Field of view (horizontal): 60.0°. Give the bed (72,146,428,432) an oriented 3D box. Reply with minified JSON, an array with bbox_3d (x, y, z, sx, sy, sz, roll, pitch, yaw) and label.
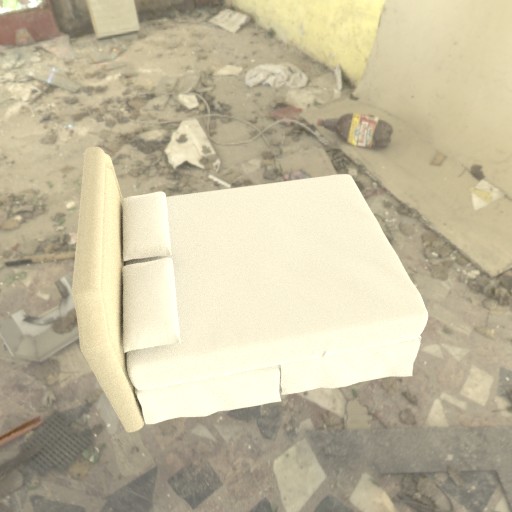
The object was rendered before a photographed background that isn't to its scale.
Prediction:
[{"bbox_3d":[0.000,0.000,3.189,2.116,1.290,1.693,-9,48,-8],"label":"bed"}]
